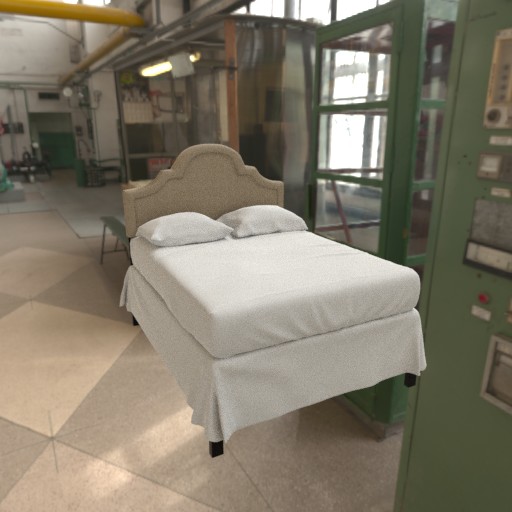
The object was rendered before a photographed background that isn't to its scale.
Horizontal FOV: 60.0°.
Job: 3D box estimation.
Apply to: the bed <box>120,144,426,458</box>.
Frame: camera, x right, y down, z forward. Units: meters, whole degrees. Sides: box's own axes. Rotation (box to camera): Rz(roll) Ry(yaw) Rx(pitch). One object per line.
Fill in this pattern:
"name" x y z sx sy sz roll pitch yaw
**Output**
"bed" 0.000 0.000 3.460 1.780 1.634 2.222 -8 18 -26
